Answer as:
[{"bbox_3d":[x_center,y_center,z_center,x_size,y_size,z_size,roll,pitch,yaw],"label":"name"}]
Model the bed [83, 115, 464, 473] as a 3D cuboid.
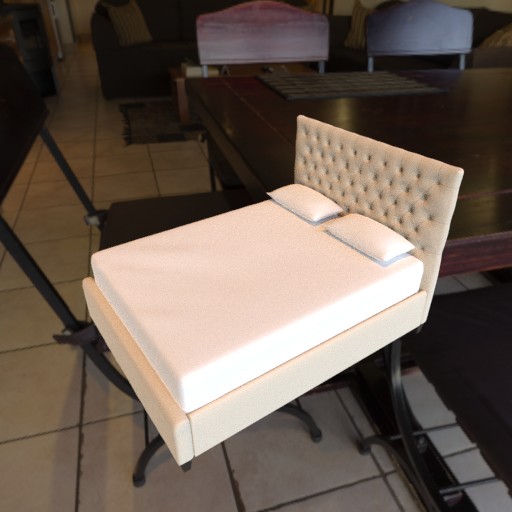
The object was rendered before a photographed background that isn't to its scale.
[{"bbox_3d":[0.000,0.000,3.339,2.233,1.426,1.696,-20,37,-29],"label":"bed"}]
